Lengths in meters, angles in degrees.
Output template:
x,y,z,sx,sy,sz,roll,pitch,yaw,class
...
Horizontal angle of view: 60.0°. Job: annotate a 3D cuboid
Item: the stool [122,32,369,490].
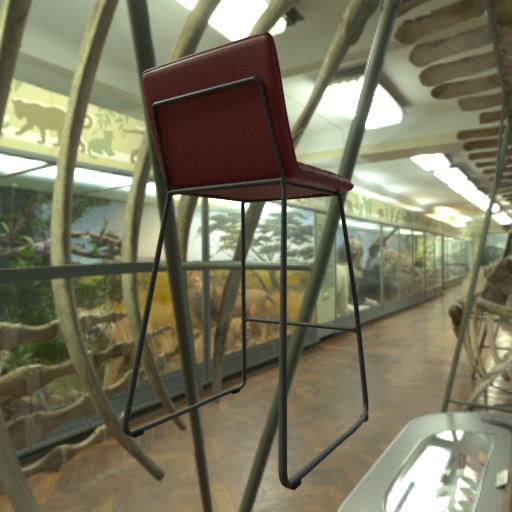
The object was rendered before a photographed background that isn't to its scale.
x,y,z,sx,sy,sz,roll,pitch,yaw,class
0.000,0.000,1.211,0.489,0.937,0.524,0,0,33,stool
